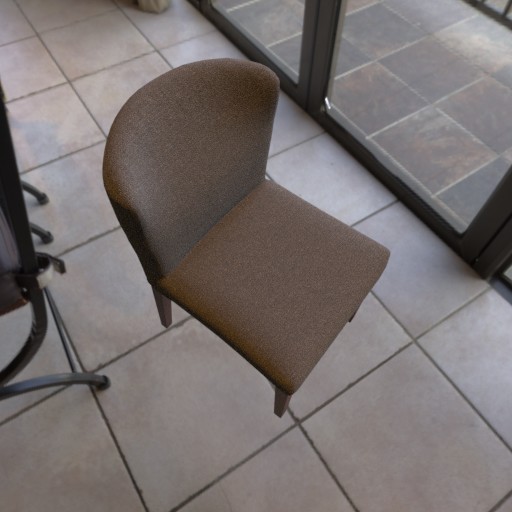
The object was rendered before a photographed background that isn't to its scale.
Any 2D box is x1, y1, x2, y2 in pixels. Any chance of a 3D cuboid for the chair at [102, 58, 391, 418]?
[{"bbox_3d":[0.000,0.000,1.197,0.589,0.839,0.491,34,64,19],"label":"chair"}]
